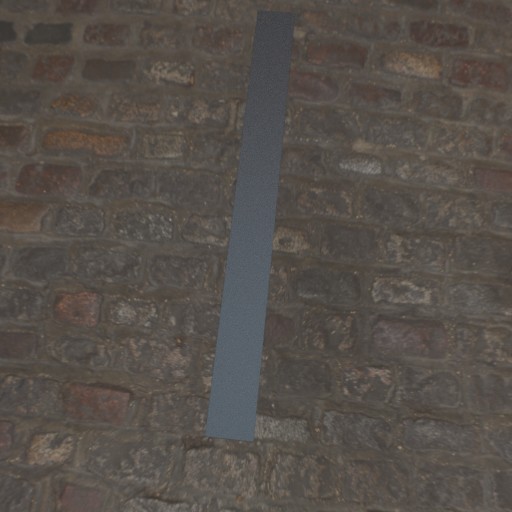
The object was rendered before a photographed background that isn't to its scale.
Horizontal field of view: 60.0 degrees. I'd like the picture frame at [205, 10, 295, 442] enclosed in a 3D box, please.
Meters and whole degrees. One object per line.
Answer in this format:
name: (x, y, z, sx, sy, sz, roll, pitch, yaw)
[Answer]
picture frame: (0.000, 0.000, 0.463, 0.030, 0.317, 0.317, 6, 75, 2)
